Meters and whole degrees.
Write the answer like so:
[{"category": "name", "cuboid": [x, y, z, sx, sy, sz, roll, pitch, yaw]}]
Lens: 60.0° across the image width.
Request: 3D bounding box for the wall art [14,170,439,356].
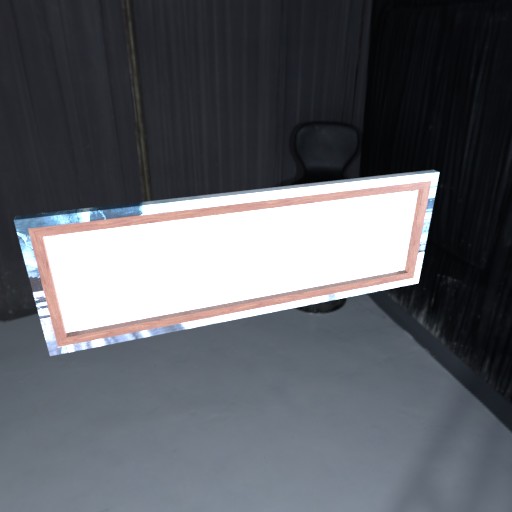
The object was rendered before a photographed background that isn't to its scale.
[{"category": "wall art", "cuboid": [0.000, 0.000, 1.659, 1.524, 0.509, 0.037, -9, 28, -17]}]
